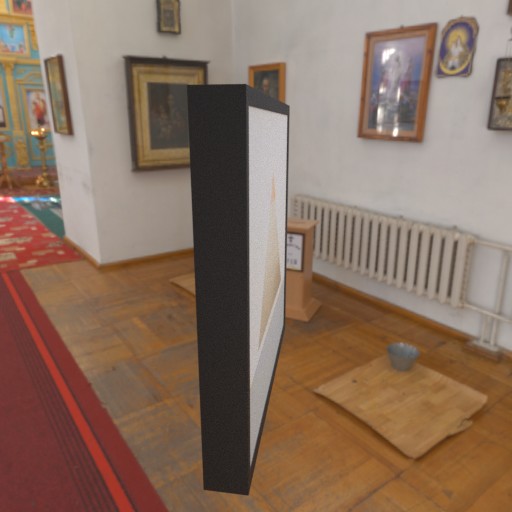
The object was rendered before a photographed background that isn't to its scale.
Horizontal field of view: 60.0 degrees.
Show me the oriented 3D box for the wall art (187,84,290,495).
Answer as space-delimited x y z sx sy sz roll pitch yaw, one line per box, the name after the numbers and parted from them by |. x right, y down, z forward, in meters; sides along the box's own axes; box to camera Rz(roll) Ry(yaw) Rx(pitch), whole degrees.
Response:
0.000 0.000 0.452 0.037 0.303 0.304 3 17 9 | wall art
